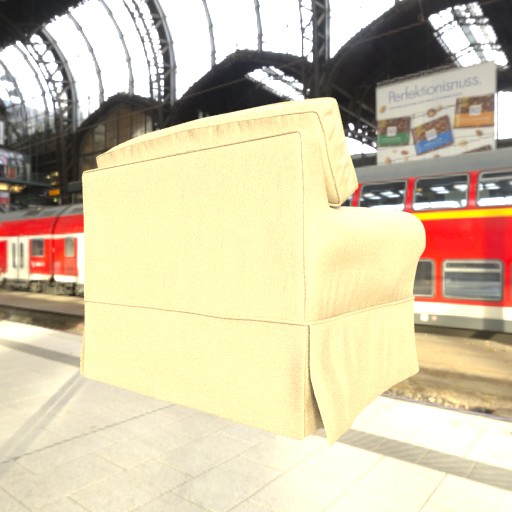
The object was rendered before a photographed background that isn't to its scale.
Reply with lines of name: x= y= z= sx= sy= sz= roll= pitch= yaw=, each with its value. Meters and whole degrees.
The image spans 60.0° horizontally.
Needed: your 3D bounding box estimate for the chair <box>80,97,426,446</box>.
chair: x=0.000 y=0.000 z=1.746 sx=1.096 sy=0.937 sz=0.903 roll=0 pitch=0 yaw=37
